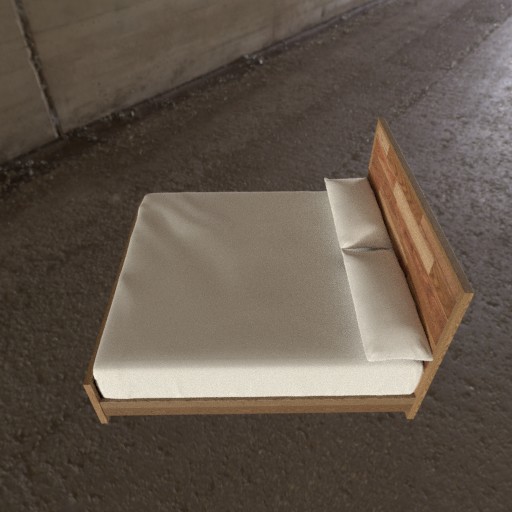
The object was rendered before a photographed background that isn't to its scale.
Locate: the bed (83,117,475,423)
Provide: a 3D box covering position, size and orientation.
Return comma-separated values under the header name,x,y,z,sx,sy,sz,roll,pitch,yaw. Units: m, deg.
name,x,y,z,sx,sy,sz,roll,pitch,yaw
bed,0.000,0.000,3.408,2.184,1.295,2.013,-1,42,-1
